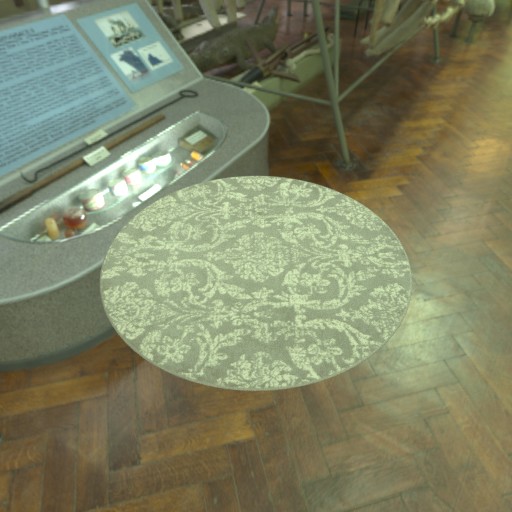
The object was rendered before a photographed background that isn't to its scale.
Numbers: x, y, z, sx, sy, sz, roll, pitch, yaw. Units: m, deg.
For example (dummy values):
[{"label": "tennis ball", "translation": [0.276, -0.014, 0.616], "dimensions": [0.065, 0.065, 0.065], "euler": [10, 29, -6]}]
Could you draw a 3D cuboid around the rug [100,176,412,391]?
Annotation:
[{"label": "rug", "translation": [0.000, 0.000, 2.335], "dimensions": [1.593, 0.012, 1.593], "euler": [0, 42, 0]}]
